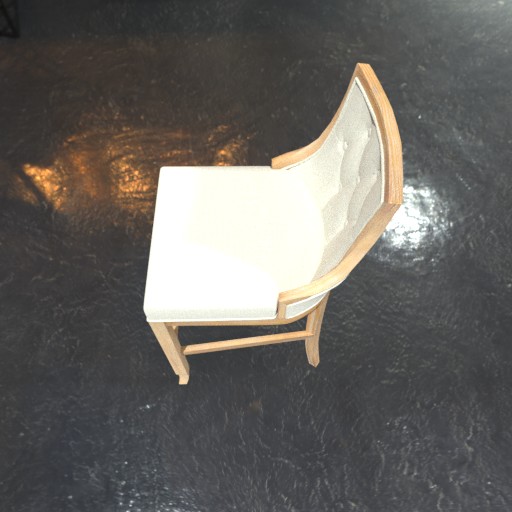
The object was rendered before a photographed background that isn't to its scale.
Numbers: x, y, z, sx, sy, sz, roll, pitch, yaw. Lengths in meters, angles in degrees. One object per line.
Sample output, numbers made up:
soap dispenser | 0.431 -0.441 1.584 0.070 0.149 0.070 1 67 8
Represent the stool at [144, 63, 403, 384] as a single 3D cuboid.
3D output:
stool | 0.000 0.000 1.444 0.626 1.101 0.524 -1 59 -1
